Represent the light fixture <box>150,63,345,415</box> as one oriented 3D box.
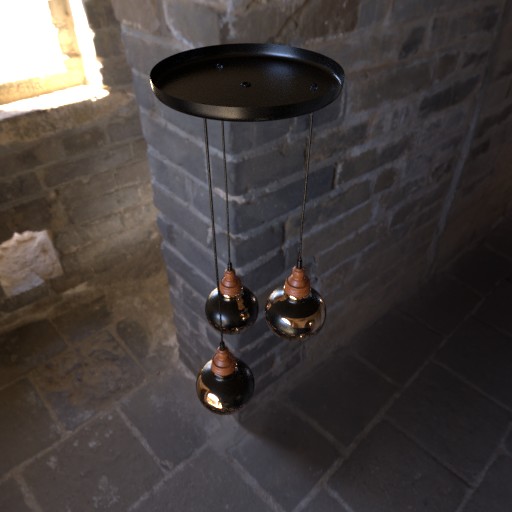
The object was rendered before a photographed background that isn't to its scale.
[{"bbox_3d":[0.000,0.000,1.738,0.605,1.410,0.608,0,40,-1],"label":"light fixture"}]
